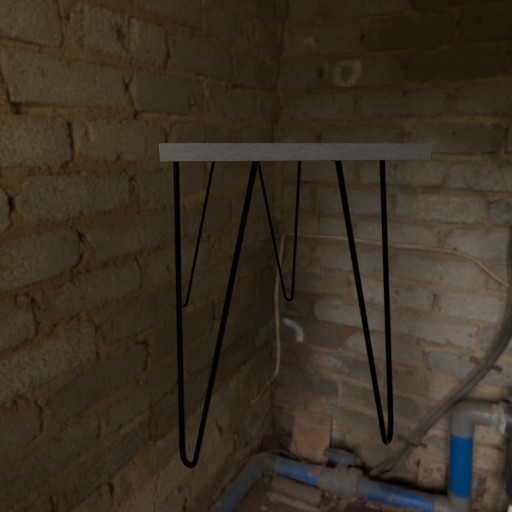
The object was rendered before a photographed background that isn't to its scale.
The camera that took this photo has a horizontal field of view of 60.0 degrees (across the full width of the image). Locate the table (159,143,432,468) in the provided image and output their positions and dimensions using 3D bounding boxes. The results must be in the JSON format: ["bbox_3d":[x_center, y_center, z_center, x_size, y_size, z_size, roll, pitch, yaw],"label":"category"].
[{"bbox_3d":[0.000,0.000,1.340,0.499,0.660,0.991,-2,15,-9],"label":"table"}]
